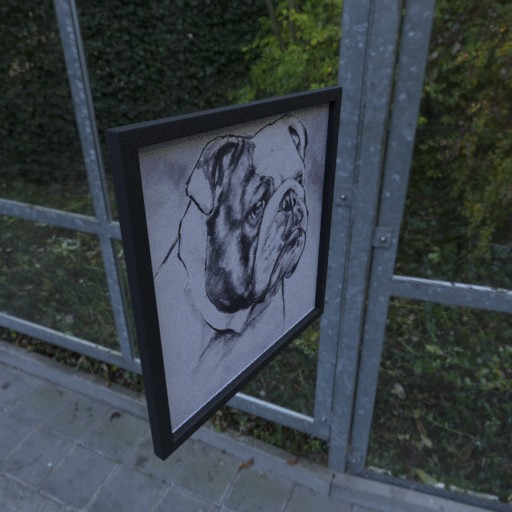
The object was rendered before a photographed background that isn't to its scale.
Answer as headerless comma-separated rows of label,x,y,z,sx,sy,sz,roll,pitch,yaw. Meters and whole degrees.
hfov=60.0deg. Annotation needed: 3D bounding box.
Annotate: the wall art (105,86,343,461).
wall art,0.000,0.000,0.684,0.022,0.453,0.456,19,33,32
